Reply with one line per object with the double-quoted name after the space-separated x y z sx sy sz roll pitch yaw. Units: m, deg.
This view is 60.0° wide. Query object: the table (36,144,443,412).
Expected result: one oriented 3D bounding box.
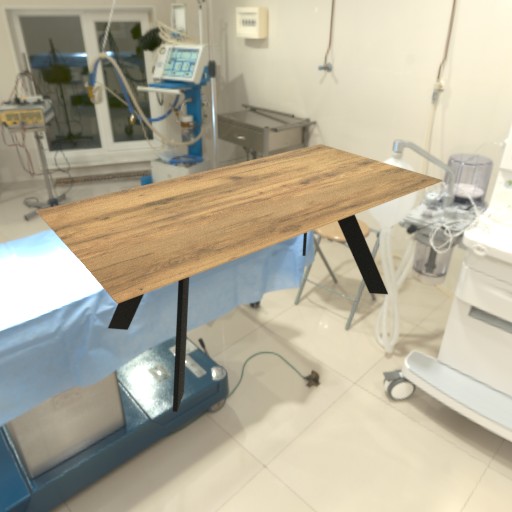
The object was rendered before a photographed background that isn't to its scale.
0.000 0.000 2.593 2.000 0.770 1.000 -21 35 -33 "table"
